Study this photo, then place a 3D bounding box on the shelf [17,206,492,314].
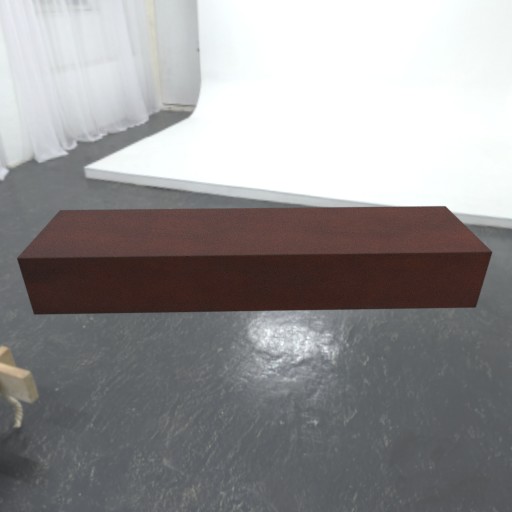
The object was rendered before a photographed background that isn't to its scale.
[{"bbox_3d":[0.000,0.000,0.653,0.607,0.088,0.152,-1,29,-1],"label":"shelf"}]
